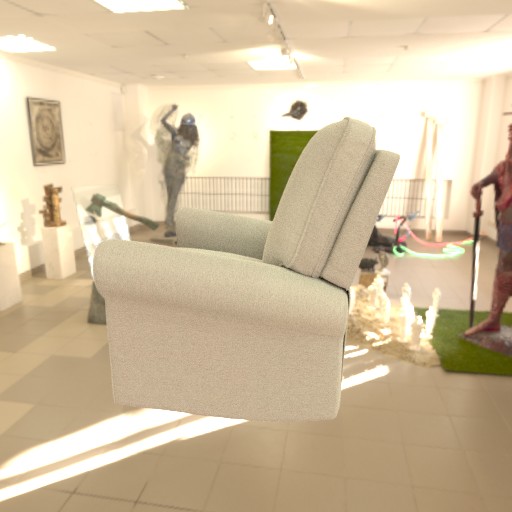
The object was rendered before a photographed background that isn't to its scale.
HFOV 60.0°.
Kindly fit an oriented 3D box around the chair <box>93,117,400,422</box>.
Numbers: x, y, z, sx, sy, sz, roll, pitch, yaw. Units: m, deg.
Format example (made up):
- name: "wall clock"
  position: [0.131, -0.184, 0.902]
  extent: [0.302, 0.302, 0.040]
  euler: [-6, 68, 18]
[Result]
- name: "chair"
  position: [0.000, 0.000, 1.651]
  extent: [0.878, 0.960, 0.890]
  euler: [2, 15, 9]
